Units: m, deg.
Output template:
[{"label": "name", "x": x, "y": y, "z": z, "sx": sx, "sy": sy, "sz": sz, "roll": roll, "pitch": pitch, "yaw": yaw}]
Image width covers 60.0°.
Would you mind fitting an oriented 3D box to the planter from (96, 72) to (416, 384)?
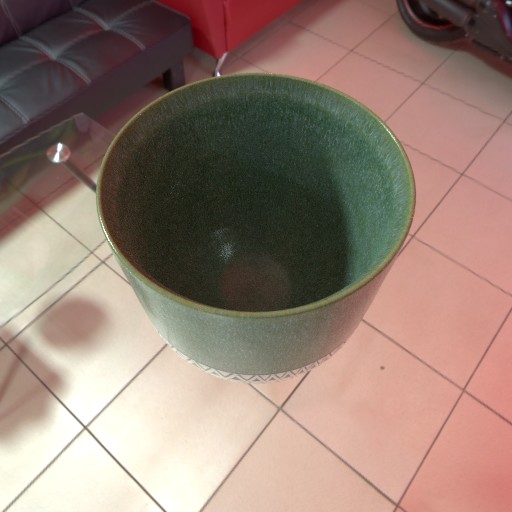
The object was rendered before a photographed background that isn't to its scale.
[{"label": "planter", "x": 0.000, "y": 0.000, "z": 0.487, "sx": 0.266, "sy": 0.270, "sz": 0.266, "roll": 0, "pitch": 58, "yaw": 0}]
